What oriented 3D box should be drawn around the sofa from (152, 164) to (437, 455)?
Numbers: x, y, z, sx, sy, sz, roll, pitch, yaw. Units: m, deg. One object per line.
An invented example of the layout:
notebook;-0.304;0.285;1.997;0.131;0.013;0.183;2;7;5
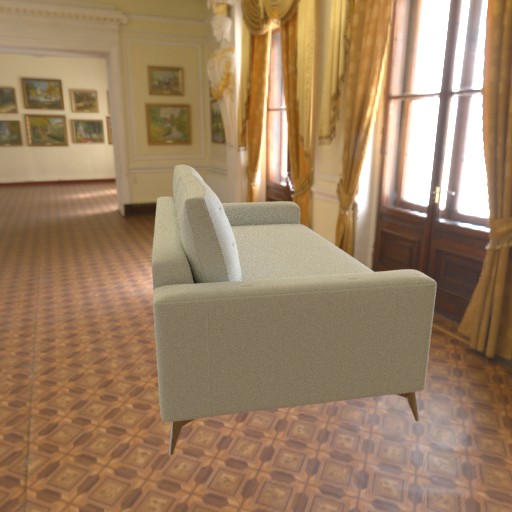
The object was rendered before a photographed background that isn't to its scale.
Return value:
sofa;0.000;0.000;2.123;0.920;0.790;1.650;-3;16;-11
